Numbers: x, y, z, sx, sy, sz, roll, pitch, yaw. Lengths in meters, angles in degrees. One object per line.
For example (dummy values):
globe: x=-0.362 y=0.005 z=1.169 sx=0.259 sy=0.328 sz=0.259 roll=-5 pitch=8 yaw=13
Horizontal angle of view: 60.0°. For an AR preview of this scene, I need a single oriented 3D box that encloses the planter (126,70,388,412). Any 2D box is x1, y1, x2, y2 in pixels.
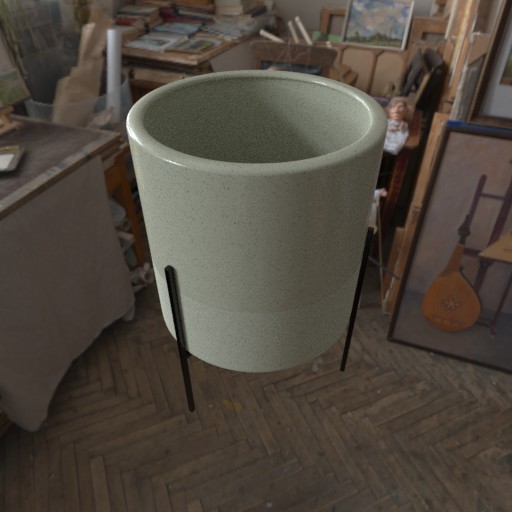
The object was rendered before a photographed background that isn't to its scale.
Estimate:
planter: x=0.000 y=0.000 z=0.697 sx=0.314 sy=0.475 sz=0.323 roll=-11 pitch=41 yaw=-13
